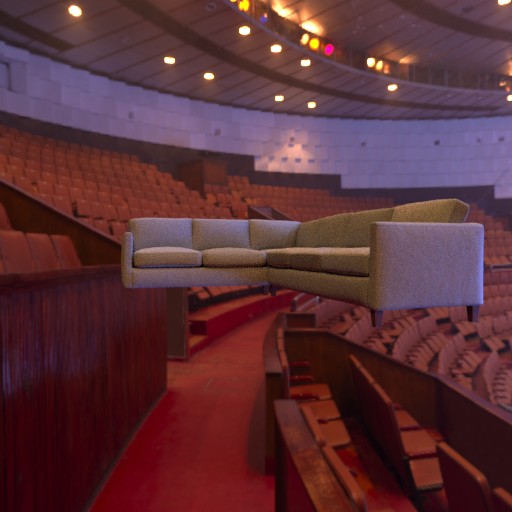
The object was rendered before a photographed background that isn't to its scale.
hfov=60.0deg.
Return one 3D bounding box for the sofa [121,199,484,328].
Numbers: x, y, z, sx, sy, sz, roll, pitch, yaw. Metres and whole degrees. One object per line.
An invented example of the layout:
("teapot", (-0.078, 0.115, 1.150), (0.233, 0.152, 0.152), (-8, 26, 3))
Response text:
("sofa", (0.000, 0.000, 4.423), (2.592, 0.947, 3.301), (0, 1, -16))
